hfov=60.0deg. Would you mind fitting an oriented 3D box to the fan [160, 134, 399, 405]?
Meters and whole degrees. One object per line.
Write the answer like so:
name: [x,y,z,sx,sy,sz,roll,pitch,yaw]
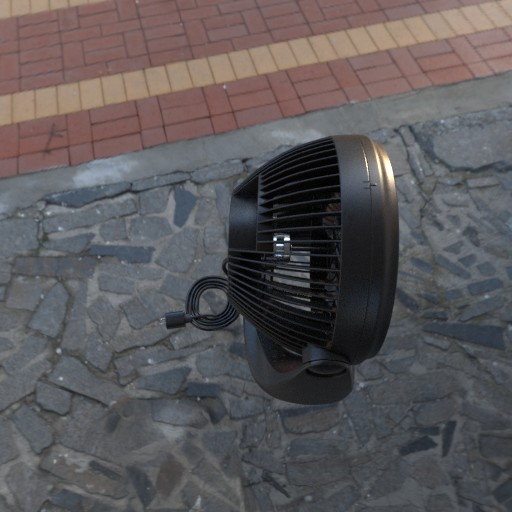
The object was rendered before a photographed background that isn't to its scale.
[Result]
fan: [0.000,0.000,0.489,0.256,0.277,0.273,2,64,1]
